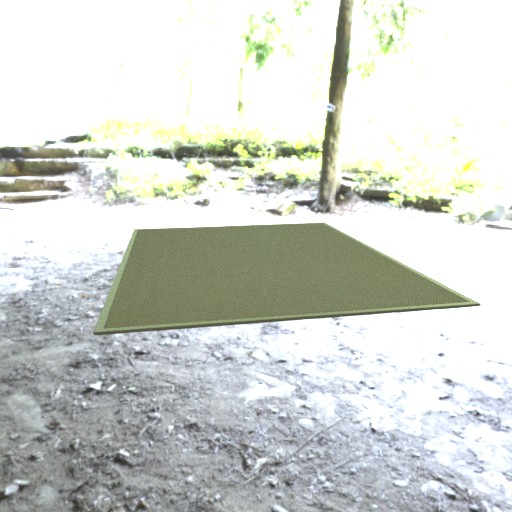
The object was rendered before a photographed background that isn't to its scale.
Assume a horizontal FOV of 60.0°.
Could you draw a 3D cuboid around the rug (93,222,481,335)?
[{"bbox_3d":[0.000,0.000,4.095,2.407,0.020,3.051,-3,15,-10],"label":"rug"}]
